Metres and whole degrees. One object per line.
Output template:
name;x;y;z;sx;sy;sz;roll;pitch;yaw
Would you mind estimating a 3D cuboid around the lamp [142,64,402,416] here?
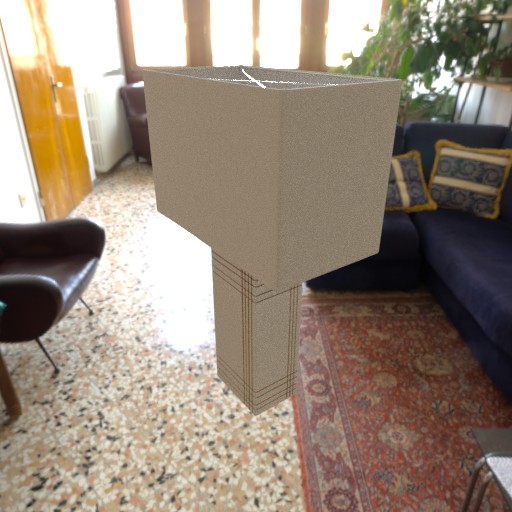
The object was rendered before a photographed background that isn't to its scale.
lamp;0.000;0.000;0.710;0.182;0.543;0.334;-18;32;-32
